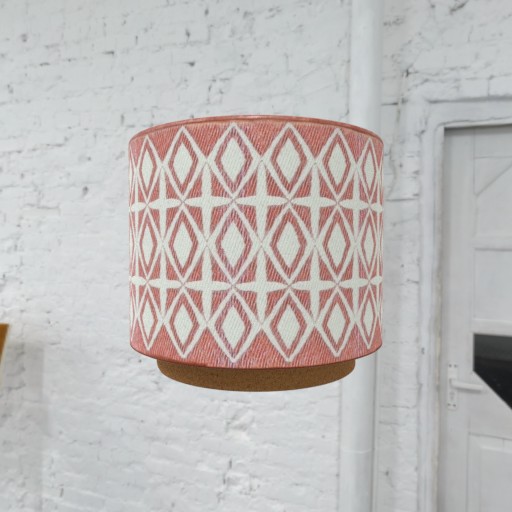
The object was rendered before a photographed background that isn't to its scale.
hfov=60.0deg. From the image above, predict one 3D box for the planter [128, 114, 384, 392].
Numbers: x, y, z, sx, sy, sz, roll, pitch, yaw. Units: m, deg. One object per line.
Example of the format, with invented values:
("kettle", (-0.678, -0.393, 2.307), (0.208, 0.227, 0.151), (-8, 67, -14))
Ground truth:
("planter", (0.000, 0.000, 0.497), (0.273, 0.237, 0.273), (0, 1, 0))
